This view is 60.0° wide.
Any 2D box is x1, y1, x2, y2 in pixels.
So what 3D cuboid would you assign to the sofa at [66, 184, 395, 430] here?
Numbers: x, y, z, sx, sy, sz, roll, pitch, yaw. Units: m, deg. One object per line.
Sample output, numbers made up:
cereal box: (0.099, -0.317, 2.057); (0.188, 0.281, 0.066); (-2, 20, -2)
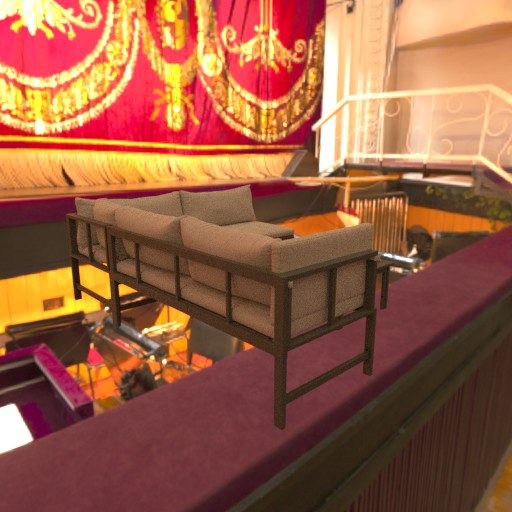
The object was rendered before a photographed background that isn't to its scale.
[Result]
sofa: (0.000, 0.000, 2.940); (1.658, 0.758, 2.096); (-13, 19, -41)
